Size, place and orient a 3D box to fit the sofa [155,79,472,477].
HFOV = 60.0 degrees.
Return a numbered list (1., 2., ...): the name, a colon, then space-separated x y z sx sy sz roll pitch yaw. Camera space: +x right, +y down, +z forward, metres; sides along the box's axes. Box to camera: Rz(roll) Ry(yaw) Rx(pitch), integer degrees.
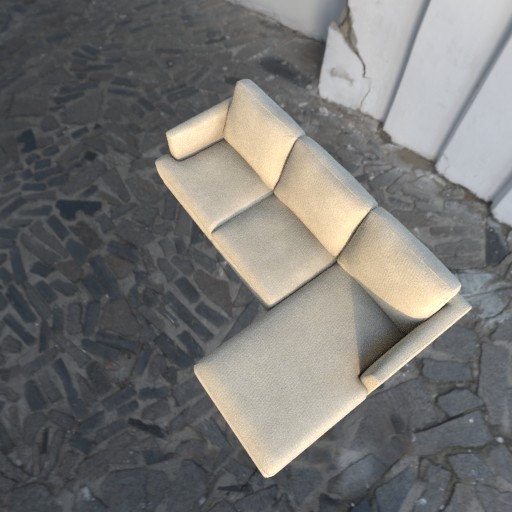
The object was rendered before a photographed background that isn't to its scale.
1. sofa: 0.000 0.000 2.971 1.504 0.956 2.233 -33 68 -16
